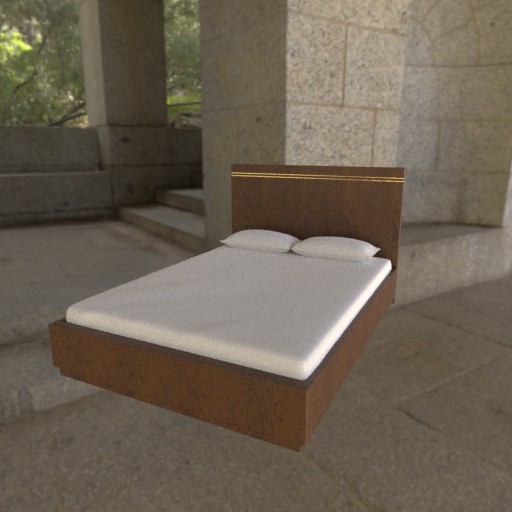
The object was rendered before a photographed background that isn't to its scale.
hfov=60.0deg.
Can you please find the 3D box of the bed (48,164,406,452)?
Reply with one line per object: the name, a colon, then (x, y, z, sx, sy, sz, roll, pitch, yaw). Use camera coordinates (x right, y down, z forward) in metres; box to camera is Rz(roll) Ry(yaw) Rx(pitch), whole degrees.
bed: (0.000, 0.000, 3.150, 1.613, 1.169, 2.221, 7, 16, 26)
